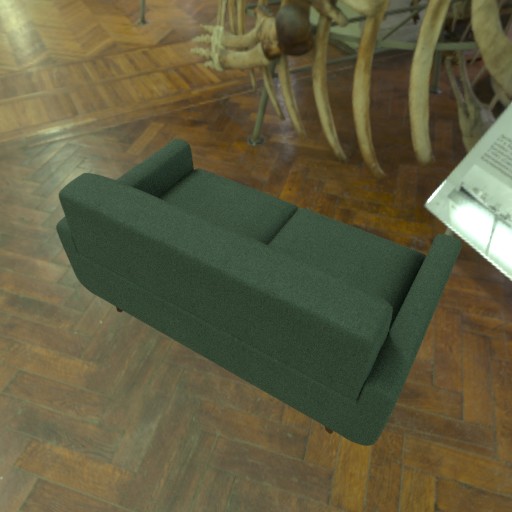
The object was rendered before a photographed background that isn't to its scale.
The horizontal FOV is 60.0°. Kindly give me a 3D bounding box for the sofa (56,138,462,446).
[{"bbox_3d":[0.000,0.000,2.107,1.631,0.841,0.909,24,51,21],"label":"sofa"}]
